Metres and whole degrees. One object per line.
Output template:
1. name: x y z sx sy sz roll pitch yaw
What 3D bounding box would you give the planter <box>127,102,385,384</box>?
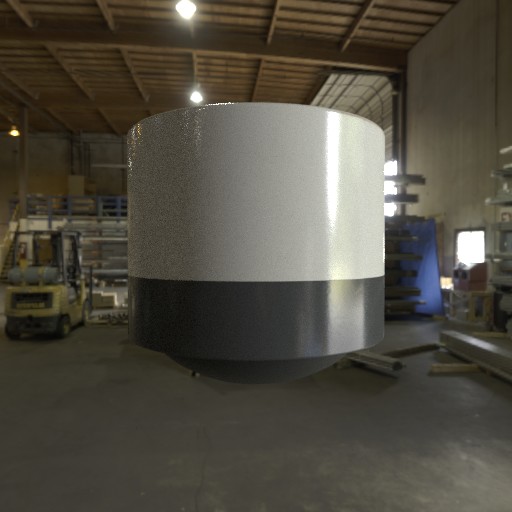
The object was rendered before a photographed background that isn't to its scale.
1. planter: 0.000 0.000 0.347 0.193 0.177 0.193 0 1 0
